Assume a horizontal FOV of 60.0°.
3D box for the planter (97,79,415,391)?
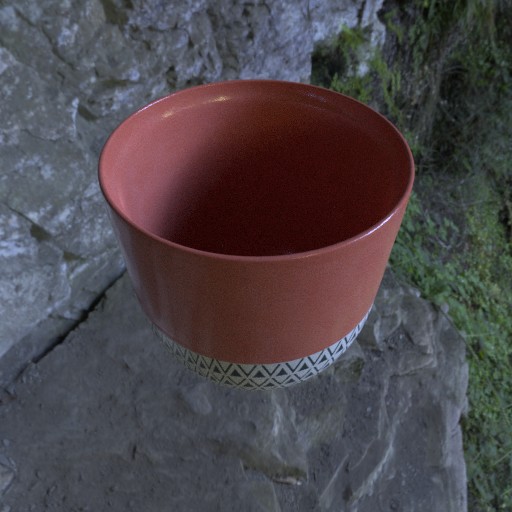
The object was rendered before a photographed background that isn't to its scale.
[{"bbox_3d":[0.000,0.000,0.478,0.266,0.270,0.266,0,46,0],"label":"planter"}]
